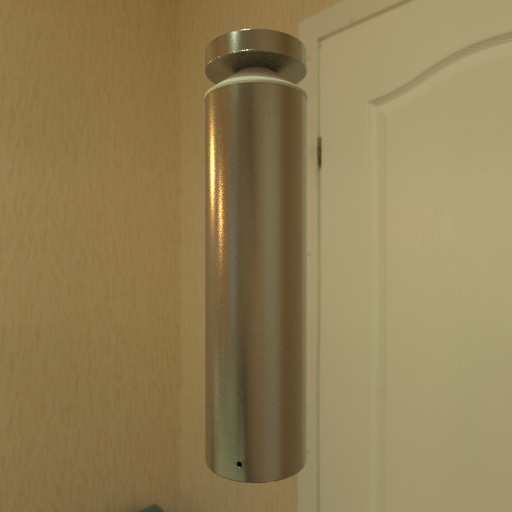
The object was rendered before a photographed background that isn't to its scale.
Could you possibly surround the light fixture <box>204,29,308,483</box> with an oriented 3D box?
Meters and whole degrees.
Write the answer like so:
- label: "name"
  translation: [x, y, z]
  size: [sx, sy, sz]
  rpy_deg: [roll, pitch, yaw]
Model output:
- label: "light fixture"
  translation: [0.000, 0.000, 0.440]
  size: [0.102, 0.400, 0.102]
  rpy_deg: [0, 0, 17]
